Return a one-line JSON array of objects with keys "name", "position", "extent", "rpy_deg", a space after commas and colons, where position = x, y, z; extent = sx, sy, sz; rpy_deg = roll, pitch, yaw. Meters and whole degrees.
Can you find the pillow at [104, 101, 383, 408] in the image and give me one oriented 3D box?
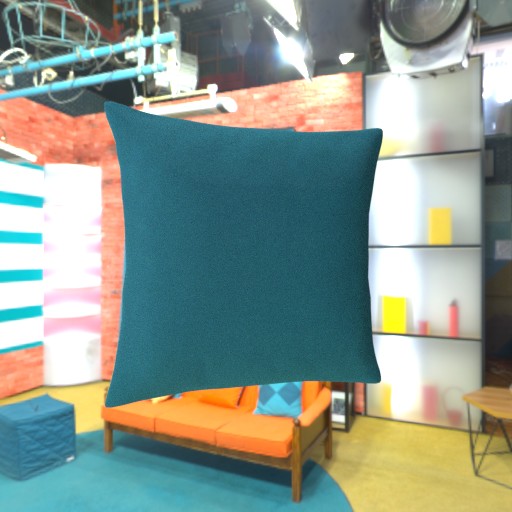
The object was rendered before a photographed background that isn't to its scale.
[{"name": "pillow", "position": [0.000, 0.000, 0.809], "extent": [0.525, 0.508, 0.166], "rpy_deg": [0, 0, -17]}]
